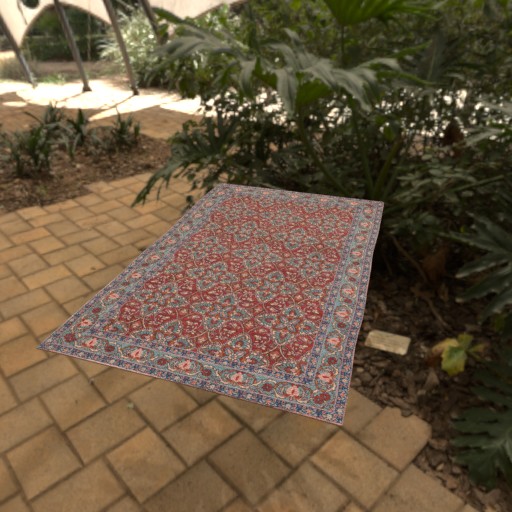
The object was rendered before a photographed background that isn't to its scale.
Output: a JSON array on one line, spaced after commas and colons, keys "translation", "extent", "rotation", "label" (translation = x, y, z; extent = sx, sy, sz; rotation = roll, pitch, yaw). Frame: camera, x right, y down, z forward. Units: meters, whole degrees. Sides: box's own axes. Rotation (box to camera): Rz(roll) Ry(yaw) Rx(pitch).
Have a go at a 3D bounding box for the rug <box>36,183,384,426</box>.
[{"translation": [0.000, 0.000, 3.015], "extent": [1.533, 0.011, 2.439], "rotation": [9, 31, 16], "label": "rug"}]
